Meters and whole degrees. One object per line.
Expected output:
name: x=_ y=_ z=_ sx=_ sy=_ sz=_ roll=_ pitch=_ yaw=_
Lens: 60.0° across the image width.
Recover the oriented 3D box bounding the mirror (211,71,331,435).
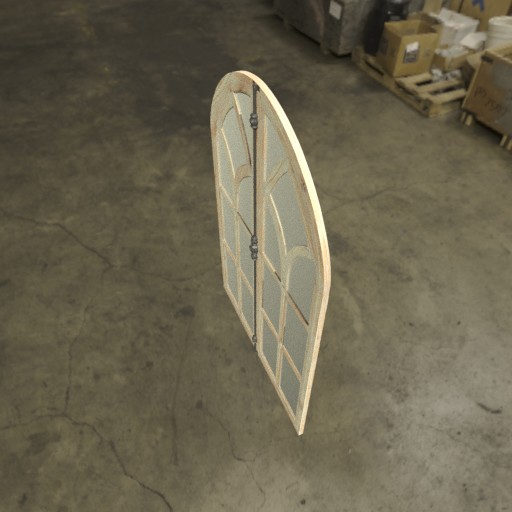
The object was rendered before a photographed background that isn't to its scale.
mirror: x=0.000 y=0.000 z=1.140 sx=0.032 sy=0.915 sz=0.609 roll=-18 pitch=49 yaw=-16
